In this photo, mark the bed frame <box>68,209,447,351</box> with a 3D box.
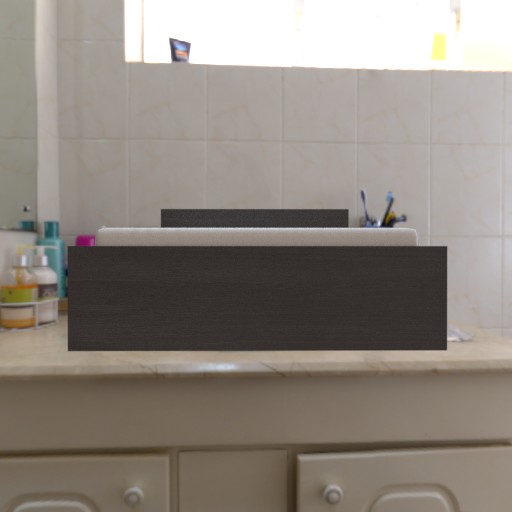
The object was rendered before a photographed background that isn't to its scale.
[{"bbox_3d":[0.000,0.000,2.872,1.622,0.800,1.960,0,0,-1],"label":"bed frame"}]
